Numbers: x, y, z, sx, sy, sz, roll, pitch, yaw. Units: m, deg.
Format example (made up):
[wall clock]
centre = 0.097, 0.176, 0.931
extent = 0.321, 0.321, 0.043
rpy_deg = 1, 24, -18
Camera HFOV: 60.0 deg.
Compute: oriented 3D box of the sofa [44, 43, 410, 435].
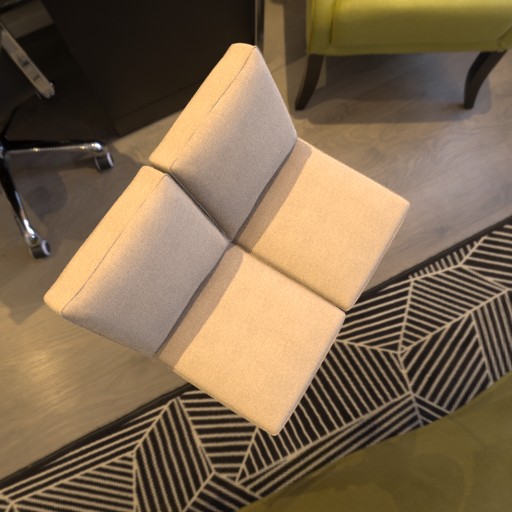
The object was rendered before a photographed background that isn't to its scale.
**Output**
[sofa]
centre = 0.000, 0.000, 1.976
extent = 0.978, 1.006, 1.232
rpy_deg = 31, 78, 7
